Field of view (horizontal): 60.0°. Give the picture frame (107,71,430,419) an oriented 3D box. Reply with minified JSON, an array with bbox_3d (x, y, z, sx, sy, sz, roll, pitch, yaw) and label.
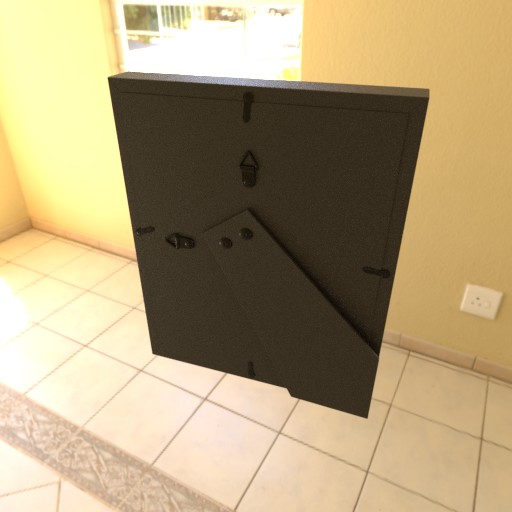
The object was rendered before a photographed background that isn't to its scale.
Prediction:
[{"bbox_3d":[0.000,0.000,0.386,0.232,0.284,0.042,10,32,16],"label":"picture frame"}]
